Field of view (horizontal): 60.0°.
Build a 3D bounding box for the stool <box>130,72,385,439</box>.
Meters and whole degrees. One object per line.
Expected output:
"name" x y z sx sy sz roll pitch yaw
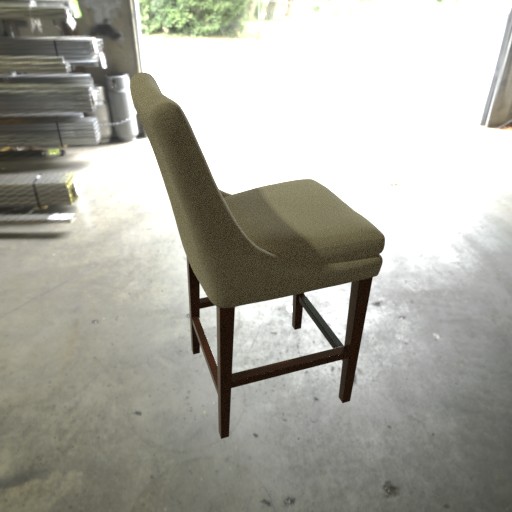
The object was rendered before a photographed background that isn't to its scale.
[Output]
"stool" 0.000 0.000 1.304 0.577 0.981 0.470 -10 32 -17
